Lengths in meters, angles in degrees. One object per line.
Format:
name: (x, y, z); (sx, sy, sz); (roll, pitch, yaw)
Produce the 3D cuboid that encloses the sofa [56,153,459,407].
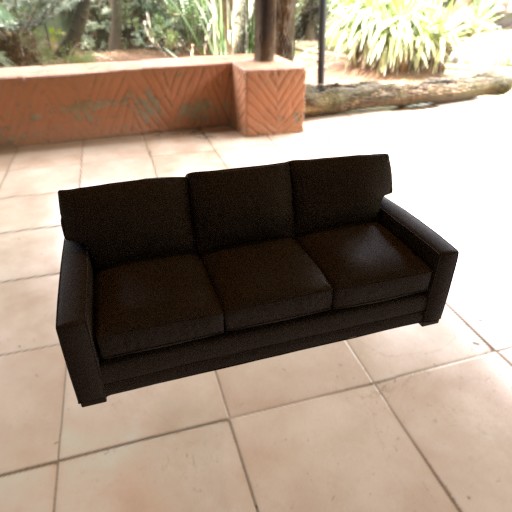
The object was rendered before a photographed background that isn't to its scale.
sofa: (0.000, 0.000, 2.896); (2.369, 0.978, 1.004); (-10, 33, -15)
